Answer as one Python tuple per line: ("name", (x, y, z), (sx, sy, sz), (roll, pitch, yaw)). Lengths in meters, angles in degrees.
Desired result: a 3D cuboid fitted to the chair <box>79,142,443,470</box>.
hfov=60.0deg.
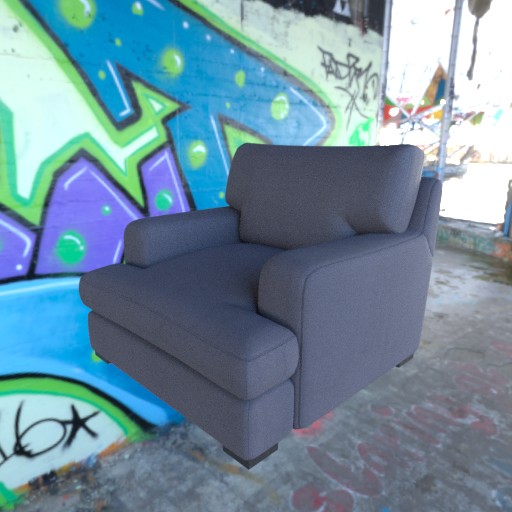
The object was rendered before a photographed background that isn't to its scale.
("chair", (0.000, 0.000, 1.915), (1.143, 0.940, 1.168), (-14, 20, -43))
